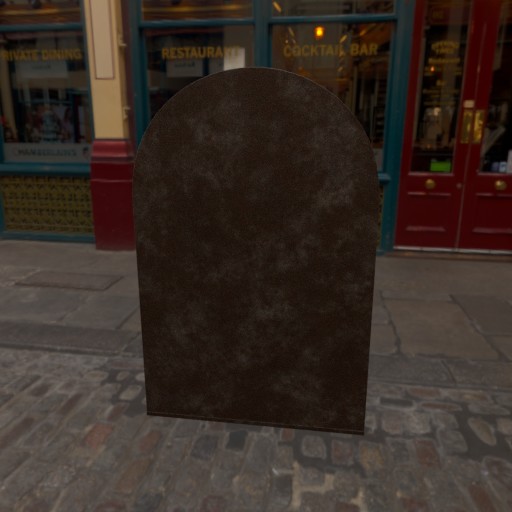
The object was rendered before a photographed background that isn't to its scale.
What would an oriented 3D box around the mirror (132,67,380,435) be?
[{"bbox_3d":[0.000,0.000,0.996,0.510,0.770,0.137,2,14,8],"label":"mirror"}]
